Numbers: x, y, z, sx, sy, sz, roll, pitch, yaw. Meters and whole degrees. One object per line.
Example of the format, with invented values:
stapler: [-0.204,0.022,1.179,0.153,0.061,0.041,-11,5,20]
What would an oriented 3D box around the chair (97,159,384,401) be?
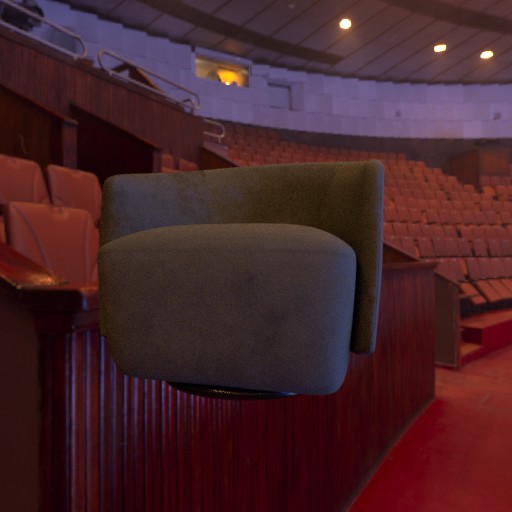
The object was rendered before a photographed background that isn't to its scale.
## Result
chair: [0.000,0.000,1.382,0.773,0.698,0.767,0,1,17]
